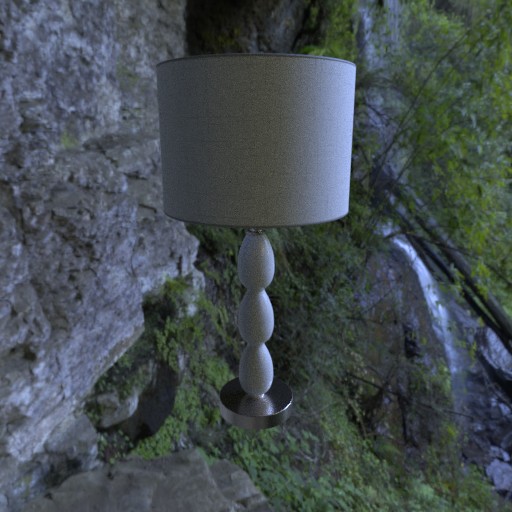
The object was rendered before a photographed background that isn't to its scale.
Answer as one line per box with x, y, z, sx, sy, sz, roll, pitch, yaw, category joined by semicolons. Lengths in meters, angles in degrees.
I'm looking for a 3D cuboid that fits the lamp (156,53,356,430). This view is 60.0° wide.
0.000;0.000;0.713;0.282;0.559;0.280;2;16;8;lamp
